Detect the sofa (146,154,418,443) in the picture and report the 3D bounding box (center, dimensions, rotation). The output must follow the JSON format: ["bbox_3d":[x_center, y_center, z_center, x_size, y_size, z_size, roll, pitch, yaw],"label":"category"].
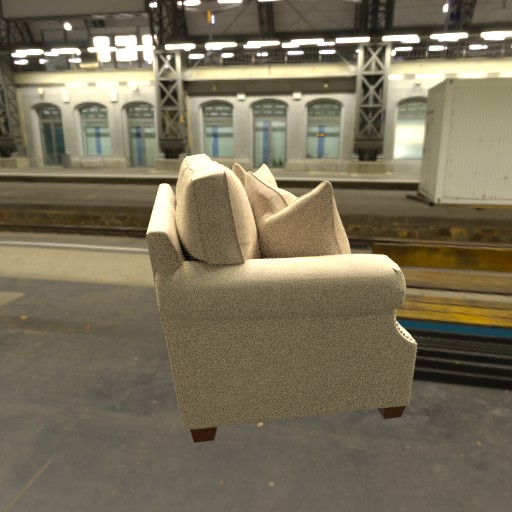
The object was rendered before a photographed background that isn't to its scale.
[{"bbox_3d":[0.000,0.000,2.242,0.966,0.966,1.701,-3,15,-10],"label":"sofa"}]
